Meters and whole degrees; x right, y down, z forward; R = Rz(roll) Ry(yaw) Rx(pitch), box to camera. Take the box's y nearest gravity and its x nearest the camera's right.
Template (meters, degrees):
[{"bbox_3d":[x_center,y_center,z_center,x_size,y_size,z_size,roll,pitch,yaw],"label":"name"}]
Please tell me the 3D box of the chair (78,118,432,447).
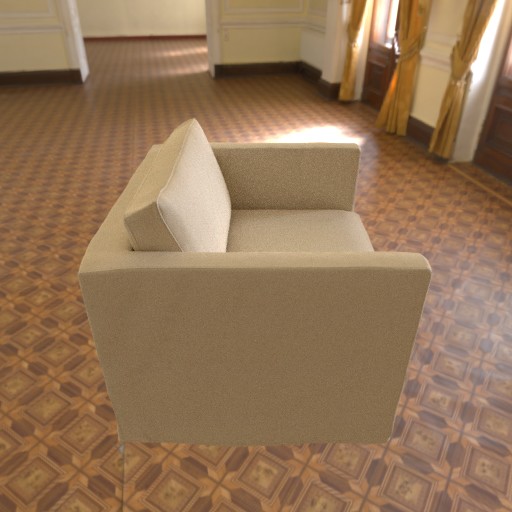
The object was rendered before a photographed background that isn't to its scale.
[{"bbox_3d":[0.000,0.000,1.702,0.947,0.851,1.057,0,32,0],"label":"chair"}]
